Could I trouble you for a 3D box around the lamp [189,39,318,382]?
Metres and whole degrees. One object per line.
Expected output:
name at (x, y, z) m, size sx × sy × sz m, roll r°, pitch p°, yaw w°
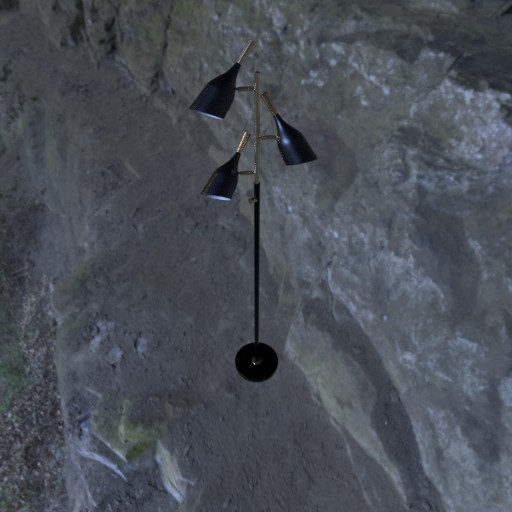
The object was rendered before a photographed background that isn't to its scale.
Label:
lamp at (0.000, 0.000, 1.957) m, size 0.434 × 1.778 × 0.253 m, roll -2°, pitch 45°, yaw -2°
